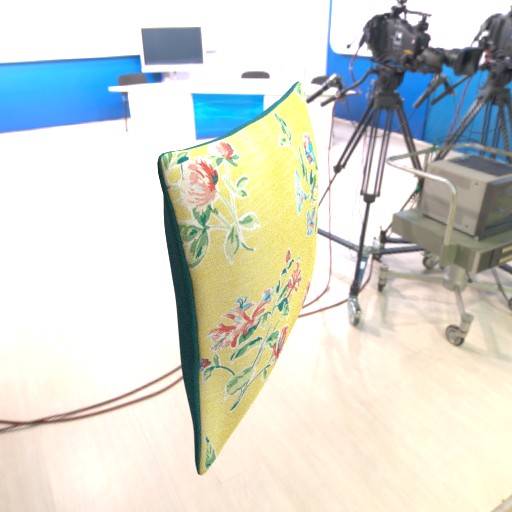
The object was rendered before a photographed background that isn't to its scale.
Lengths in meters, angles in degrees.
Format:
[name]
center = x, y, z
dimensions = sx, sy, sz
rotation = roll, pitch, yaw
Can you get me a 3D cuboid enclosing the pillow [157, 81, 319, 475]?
[pillow]
center = 0.000, 0.000, 0.778
dimensions = 0.166, 0.508, 0.525
rotation = 10, 31, 18
